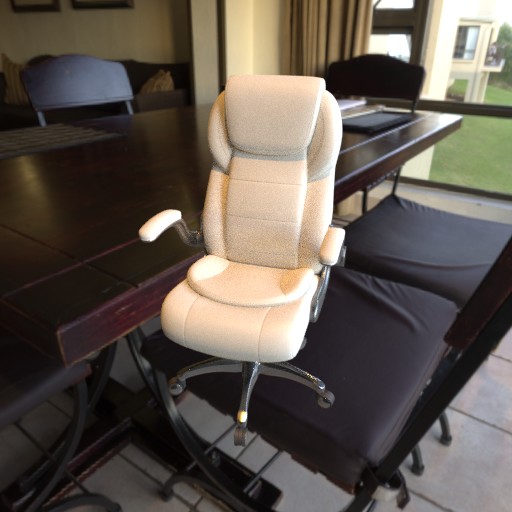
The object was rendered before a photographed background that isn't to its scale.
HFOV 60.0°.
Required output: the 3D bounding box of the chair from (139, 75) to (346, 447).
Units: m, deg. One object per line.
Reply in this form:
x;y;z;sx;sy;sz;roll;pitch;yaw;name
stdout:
0.000;0.000;1.822;0.755;1.330;0.806;8;27;15;chair
